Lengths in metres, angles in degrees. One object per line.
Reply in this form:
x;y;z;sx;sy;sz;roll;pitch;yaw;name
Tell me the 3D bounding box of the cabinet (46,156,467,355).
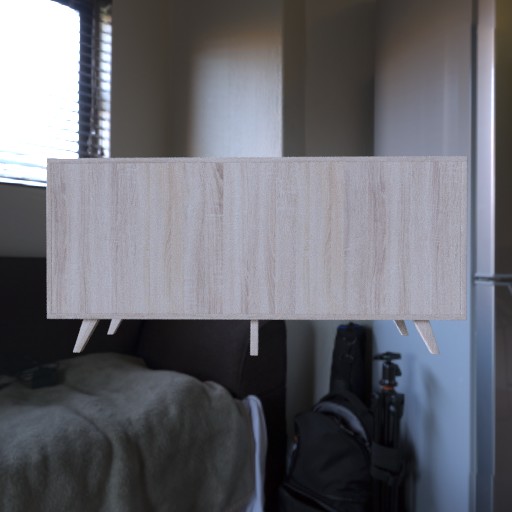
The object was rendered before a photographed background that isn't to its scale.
0.000;0.000;1.989;1.650;0.780;0.500;0;1;1;cabinet
